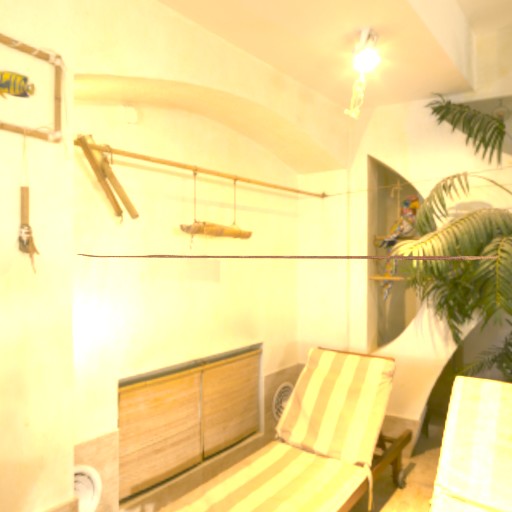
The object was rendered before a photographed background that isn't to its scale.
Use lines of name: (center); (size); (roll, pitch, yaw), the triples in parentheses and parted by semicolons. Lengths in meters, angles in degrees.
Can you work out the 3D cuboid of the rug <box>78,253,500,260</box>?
rug: (0.000, 0.000, 2.616); (2.444, 0.030, 0.799); (0, 0, 36)
